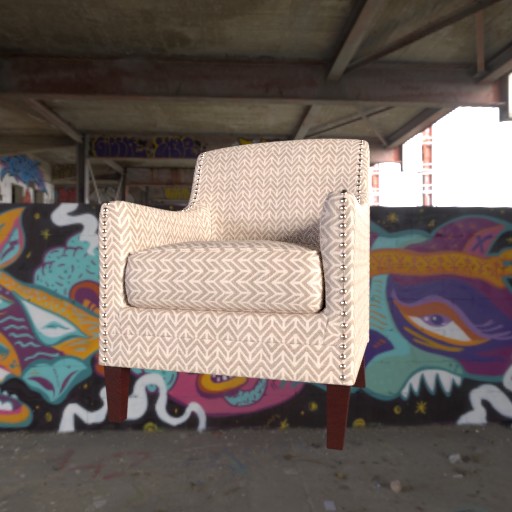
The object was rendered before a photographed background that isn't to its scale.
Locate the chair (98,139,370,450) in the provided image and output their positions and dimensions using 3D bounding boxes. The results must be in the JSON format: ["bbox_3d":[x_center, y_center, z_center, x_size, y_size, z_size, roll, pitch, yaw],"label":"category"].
[{"bbox_3d":[0.000,0.000,1.302,0.623,0.816,0.651,0,-1,17],"label":"chair"}]
